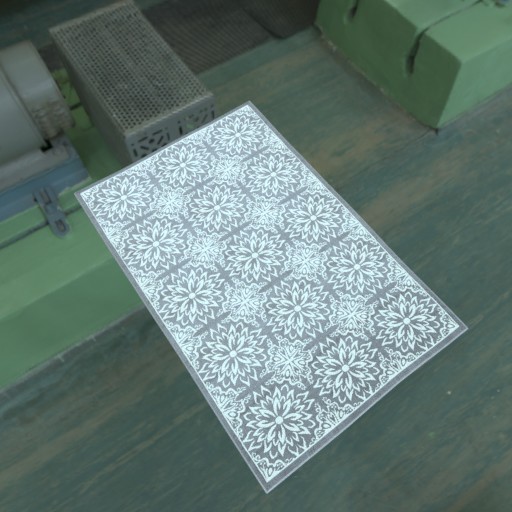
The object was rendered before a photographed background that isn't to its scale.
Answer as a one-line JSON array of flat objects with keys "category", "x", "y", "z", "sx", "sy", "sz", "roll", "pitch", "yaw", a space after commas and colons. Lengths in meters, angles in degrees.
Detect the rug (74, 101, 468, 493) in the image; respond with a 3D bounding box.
[{"category": "rug", "x": 0.000, "y": 0.000, "z": 3.471, "sx": 1.819, "sy": 0.018, "sz": 2.746, "roll": -33, "pitch": 68, "yaw": -15}]
